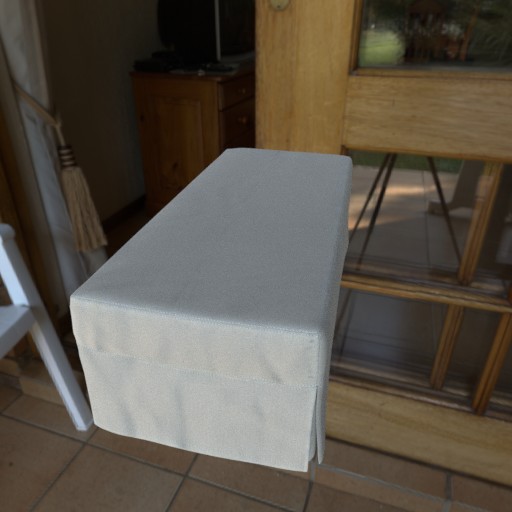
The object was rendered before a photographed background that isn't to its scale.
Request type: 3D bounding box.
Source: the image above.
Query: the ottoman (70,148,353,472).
[{"bbox_3d":[0.000,0.000,1.664,0.665,0.457,1.388,7,30,12],"label":"ottoman"}]
